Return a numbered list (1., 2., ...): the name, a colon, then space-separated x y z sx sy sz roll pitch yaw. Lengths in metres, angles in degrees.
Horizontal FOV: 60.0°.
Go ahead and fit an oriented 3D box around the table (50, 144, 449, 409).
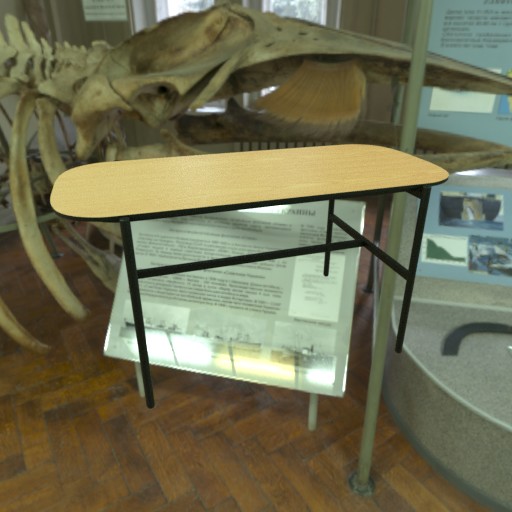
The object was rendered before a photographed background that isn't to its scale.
1. table: 0.000 0.000 1.028 0.800 0.400 0.400 -8 27 -16
